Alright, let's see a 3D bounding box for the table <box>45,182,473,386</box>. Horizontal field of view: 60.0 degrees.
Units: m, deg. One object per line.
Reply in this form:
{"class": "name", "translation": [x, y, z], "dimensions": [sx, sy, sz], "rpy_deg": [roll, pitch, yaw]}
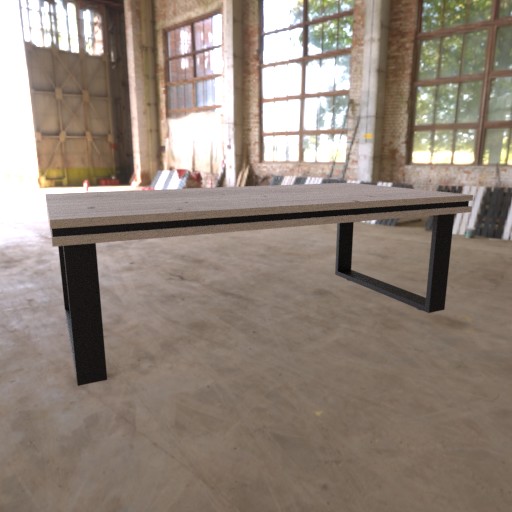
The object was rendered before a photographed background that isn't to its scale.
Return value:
{"class": "table", "translation": [0.000, 0.000, 1.624], "dimensions": [1.350, 0.450, 0.700], "rpy_deg": [-6, 15, -25]}
